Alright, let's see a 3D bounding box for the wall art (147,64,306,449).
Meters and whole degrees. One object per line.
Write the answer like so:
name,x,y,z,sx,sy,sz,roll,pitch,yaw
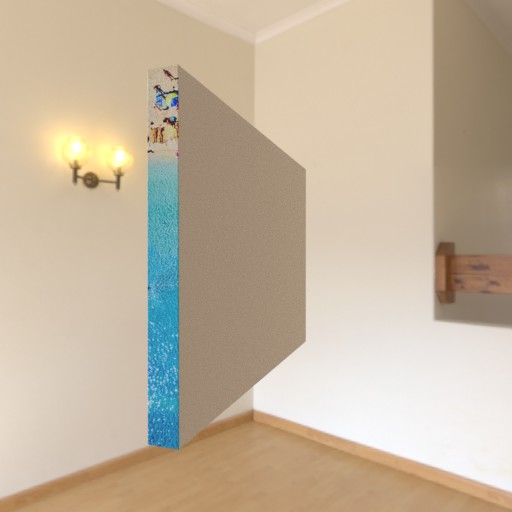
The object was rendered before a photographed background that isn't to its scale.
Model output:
wall art,0.000,0.000,1.114,0.057,0.595,0.894,0,0,19
